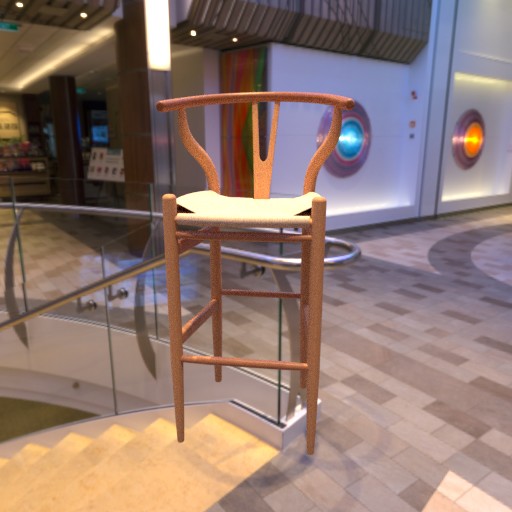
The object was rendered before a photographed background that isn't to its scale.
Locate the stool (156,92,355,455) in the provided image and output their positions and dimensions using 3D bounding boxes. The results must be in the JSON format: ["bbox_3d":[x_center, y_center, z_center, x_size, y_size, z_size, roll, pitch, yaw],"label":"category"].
[{"bbox_3d":[0.000,0.000,1.452,0.574,1.068,0.561,2,14,8],"label":"stool"}]
